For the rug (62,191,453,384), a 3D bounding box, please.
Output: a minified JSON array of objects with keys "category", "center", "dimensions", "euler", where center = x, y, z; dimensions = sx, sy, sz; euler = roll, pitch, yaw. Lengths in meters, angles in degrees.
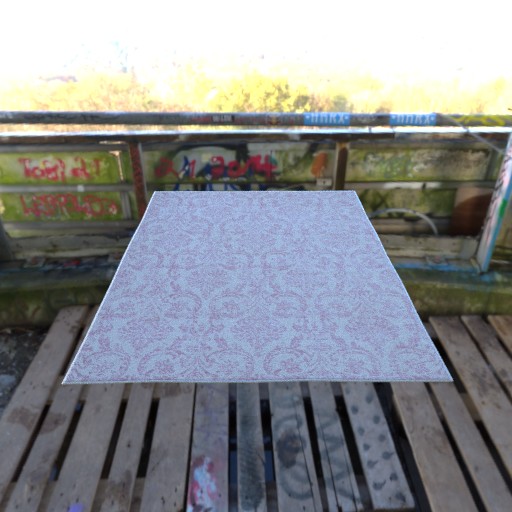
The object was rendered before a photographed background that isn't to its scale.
[{"category":"rug","center":[0.000,0.000,3.950],"dimensions":[2.363,0.012,2.980],"euler":[0,31,0]}]
